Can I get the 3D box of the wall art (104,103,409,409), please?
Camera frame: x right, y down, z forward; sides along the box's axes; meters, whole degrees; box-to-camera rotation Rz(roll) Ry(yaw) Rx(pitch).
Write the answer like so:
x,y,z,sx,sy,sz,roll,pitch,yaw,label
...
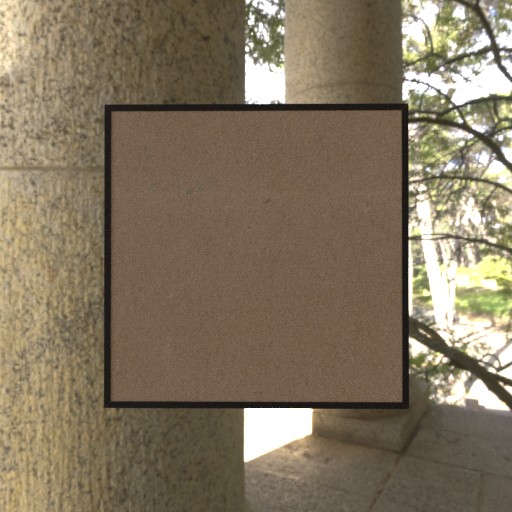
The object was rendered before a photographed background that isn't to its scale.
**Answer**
x,y,z,sx,sy,sz,roll,pitch,yaw,label
0.000,0.000,1.127,0.762,0.762,0.038,0,0,1,wall art
